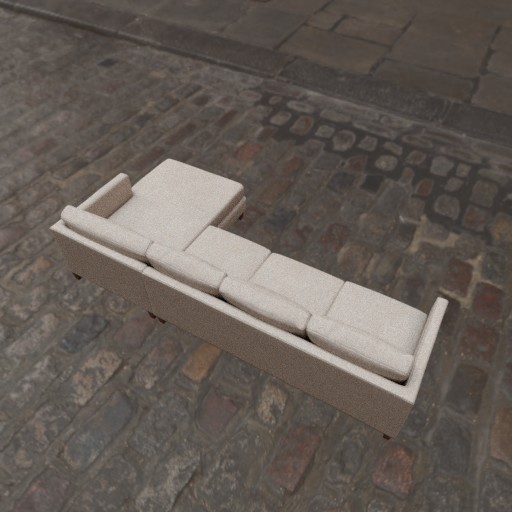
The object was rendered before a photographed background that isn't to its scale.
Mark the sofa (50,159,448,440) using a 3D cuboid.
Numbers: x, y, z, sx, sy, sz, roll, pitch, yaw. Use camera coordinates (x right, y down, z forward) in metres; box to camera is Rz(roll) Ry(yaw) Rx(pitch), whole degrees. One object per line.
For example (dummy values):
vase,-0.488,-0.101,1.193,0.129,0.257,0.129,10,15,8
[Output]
sofa,0.000,0.000,3.922,3.186,0.846,1.625,23,51,20
